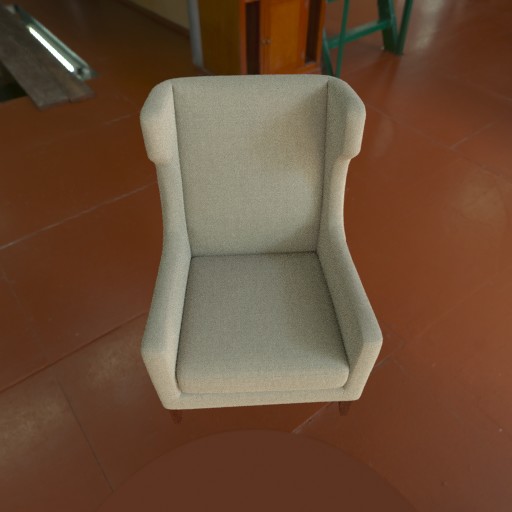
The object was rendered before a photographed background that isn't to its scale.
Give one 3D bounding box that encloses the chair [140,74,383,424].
[{"bbox_3d":[0.000,0.000,1.684,0.778,1.079,0.899,-2,47,-2],"label":"chair"}]
